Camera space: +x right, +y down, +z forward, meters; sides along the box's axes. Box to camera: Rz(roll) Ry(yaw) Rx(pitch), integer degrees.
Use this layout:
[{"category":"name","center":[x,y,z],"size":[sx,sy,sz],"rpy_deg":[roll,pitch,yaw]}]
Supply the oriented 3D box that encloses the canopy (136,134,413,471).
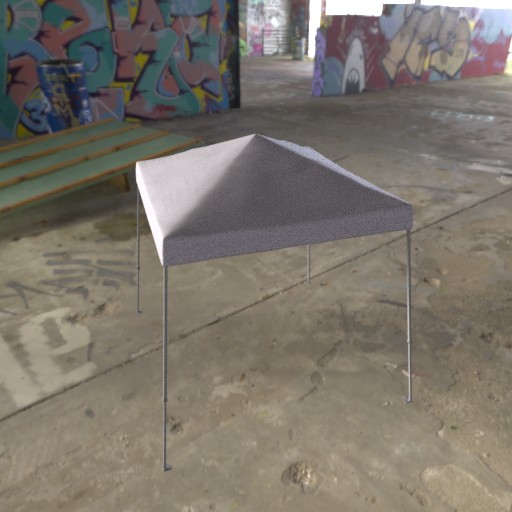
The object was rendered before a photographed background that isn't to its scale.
[{"category":"canopy","center":[0.000,0.000,5.244],"size":[2.850,2.850,2.849],"rpy_deg":[-9,29,-16]}]
